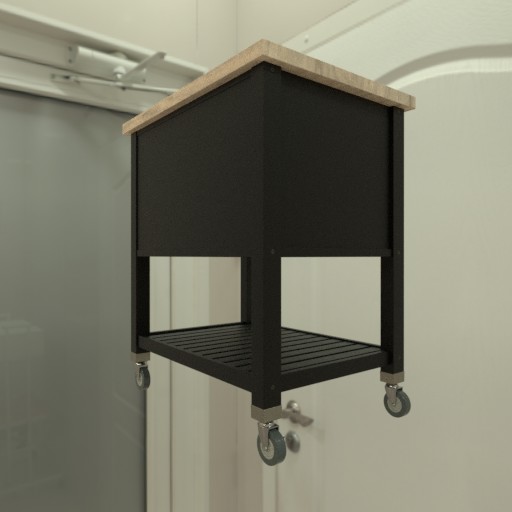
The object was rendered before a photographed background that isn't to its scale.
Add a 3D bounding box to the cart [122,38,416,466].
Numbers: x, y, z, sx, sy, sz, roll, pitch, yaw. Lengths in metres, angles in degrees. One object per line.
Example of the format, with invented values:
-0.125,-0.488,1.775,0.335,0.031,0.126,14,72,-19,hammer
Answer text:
0.000,0.000,1.415,0.567,0.920,0.797,0,0,-38,cart
